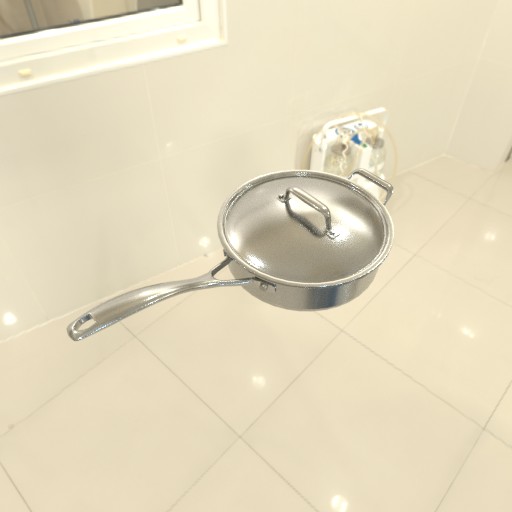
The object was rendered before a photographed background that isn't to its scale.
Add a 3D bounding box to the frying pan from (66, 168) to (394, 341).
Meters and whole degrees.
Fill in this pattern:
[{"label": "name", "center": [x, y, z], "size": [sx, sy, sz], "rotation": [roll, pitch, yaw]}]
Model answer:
[{"label": "frying pan", "center": [0.000, 0.000, 0.590], "size": [0.492, 0.111, 0.245], "rotation": [-31, 53, -27]}]
